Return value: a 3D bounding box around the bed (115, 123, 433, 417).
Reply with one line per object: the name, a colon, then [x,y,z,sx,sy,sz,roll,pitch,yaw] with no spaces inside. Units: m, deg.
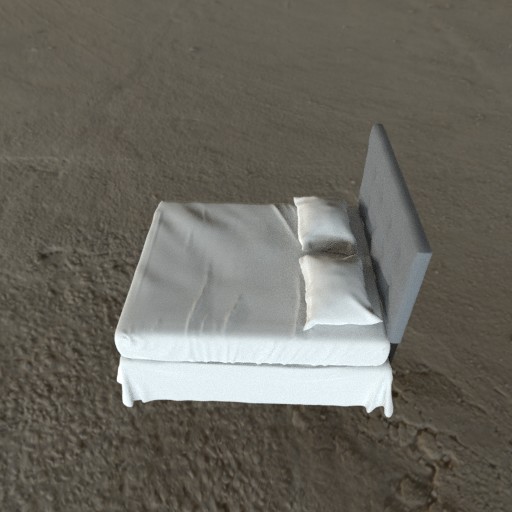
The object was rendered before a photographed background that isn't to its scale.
bed: [0.000,0.000,3.623,2.222,1.577,1.936,1,42,2]
